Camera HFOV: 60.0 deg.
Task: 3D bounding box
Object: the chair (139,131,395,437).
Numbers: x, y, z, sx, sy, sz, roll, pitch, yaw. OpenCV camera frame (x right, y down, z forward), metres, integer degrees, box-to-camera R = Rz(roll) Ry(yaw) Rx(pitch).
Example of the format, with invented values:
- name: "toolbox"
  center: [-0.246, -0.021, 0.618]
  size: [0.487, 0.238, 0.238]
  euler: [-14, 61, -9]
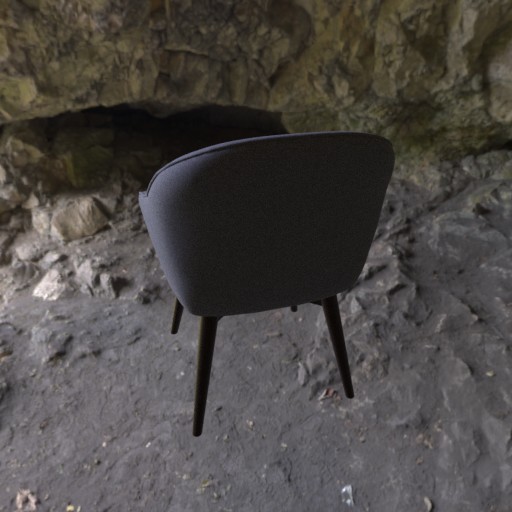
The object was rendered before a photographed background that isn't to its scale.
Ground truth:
- name: "chair"
  center: [0.000, 0.000, 1.246]
  size: [0.589, 0.810, 0.611]
  euler: [-8, 30, -15]
